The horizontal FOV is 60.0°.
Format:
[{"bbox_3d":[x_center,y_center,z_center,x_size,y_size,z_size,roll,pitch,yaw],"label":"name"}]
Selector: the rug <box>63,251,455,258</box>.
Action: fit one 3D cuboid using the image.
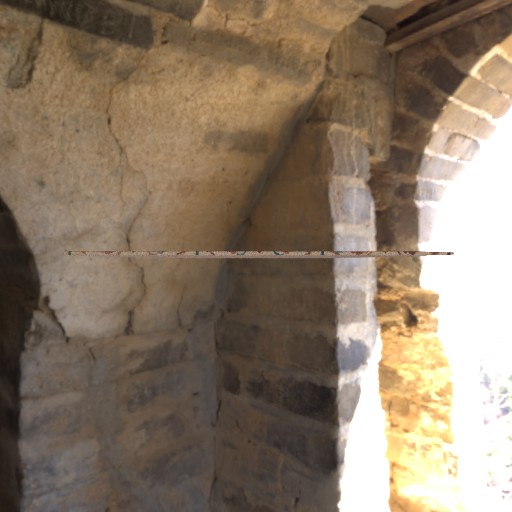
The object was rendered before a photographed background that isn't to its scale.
[{"bbox_3d":[0.000,0.000,2.880,1.541,0.018,2.297,0,-1,-1],"label":"rug"}]
